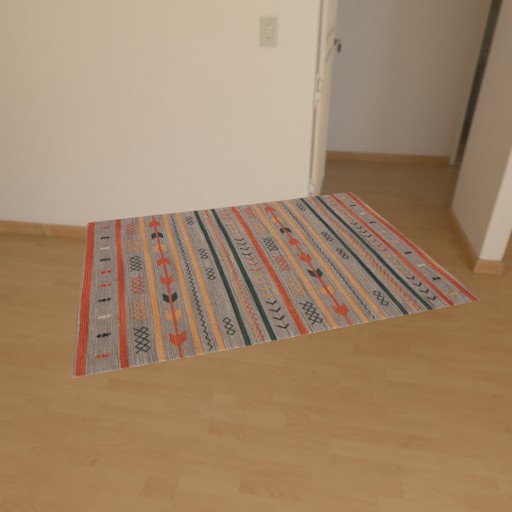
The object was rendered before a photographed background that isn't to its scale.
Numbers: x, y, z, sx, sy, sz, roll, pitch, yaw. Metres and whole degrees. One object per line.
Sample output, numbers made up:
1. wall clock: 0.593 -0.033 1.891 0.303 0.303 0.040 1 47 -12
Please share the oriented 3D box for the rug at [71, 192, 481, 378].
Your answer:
1. rug: 0.000 0.000 4.038 3.029 0.022 2.263 -8 32 -13
